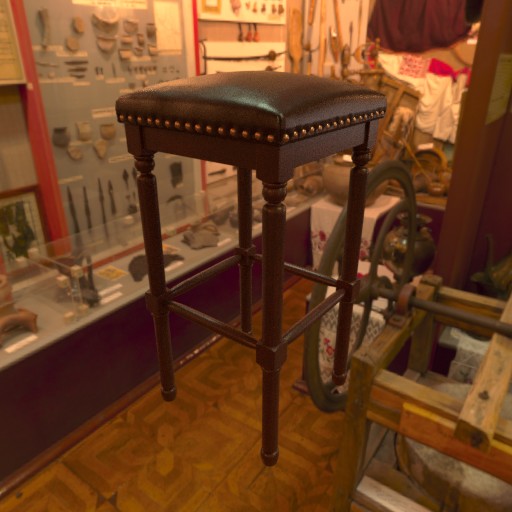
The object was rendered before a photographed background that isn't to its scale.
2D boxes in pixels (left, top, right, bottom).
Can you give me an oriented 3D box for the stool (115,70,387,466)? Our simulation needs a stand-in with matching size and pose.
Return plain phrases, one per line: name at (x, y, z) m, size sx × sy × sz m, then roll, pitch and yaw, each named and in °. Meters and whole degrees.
stool at (0.000, 0.000, 0.995) m, size 0.382 × 0.768 × 0.383 m, roll 18°, pitch 30°, yaw 33°
